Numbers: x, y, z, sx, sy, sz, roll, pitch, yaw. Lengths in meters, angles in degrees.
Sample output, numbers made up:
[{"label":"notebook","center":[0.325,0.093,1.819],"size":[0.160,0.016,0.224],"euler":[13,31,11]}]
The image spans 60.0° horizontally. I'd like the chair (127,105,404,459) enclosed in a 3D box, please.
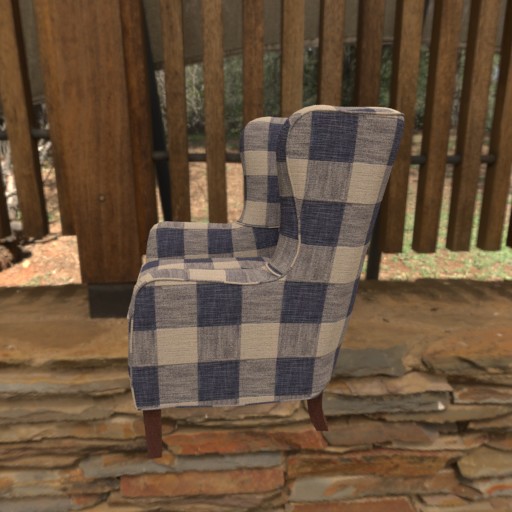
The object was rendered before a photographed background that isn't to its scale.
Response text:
[{"label":"chair","center":[0.000,0.000,1.654],"size":[0.889,1.041,0.830],"euler":[-3,15,-10]}]
